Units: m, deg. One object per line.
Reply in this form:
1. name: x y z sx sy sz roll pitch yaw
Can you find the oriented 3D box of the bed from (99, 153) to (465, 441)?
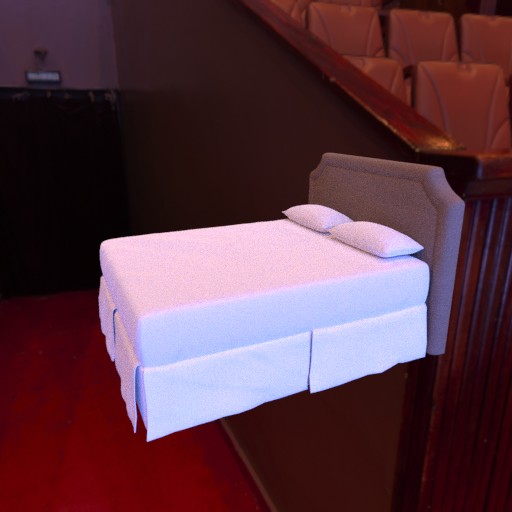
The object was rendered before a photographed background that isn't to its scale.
1. bed: 0.000 0.000 3.180 2.116 1.290 1.693 -8 19 -24
